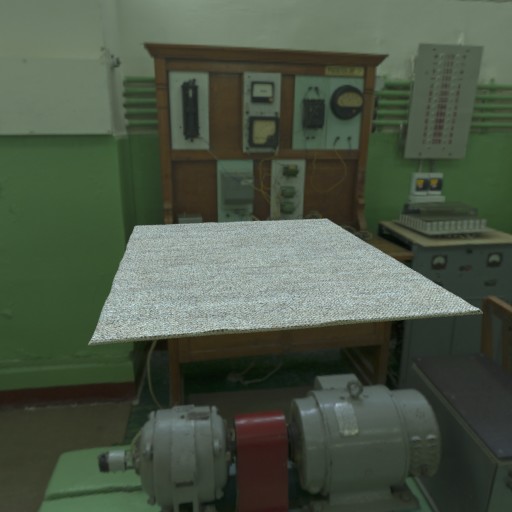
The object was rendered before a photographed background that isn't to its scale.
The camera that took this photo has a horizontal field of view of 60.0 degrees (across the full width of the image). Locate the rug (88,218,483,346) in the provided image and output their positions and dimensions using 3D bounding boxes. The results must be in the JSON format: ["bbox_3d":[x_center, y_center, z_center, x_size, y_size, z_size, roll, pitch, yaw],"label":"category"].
[{"bbox_3d":[0.000,0.000,4.082,2.429,0.030,3.052,-3,17,-10],"label":"rug"}]
